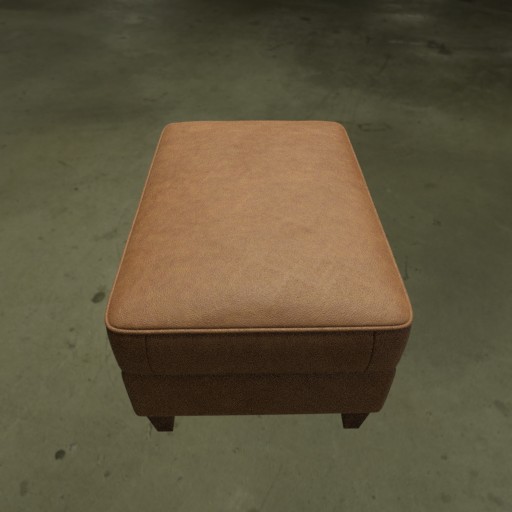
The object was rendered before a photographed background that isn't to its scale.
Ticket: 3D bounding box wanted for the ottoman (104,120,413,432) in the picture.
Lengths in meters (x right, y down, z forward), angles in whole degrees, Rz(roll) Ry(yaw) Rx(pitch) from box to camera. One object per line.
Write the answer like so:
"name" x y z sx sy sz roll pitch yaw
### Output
"ottoman" 0.000 0.000 1.210 0.584 0.483 0.864 -1 41 -1
